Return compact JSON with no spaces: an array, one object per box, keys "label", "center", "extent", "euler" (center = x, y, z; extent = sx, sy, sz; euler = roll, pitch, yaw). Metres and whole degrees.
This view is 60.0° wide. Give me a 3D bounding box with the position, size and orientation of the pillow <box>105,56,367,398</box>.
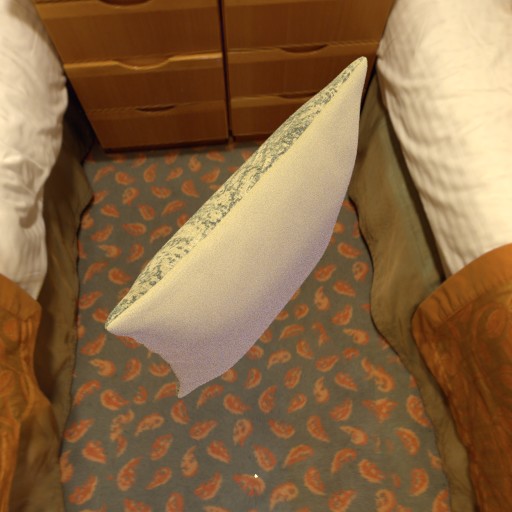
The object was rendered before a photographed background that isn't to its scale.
[{"label":"pillow","center":[0.000,0.000,0.781],"extent":[0.166,0.510,0.523],"euler":[35,69,16]}]
